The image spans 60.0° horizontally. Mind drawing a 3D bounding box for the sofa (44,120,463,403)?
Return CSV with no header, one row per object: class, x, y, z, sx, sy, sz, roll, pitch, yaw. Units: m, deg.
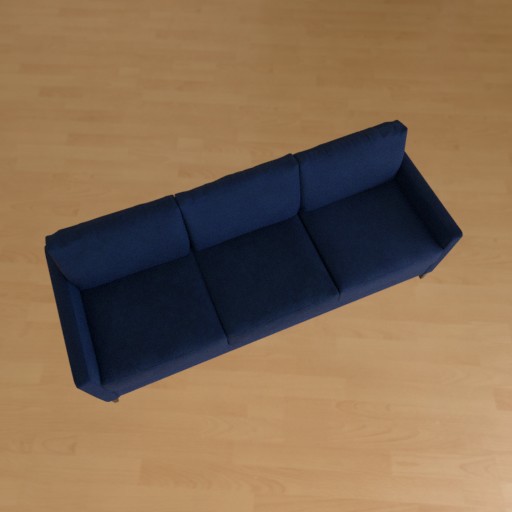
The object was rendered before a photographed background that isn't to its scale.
sofa,0.000,0.000,2.650,2.252,0.879,0.875,-20,65,-10
